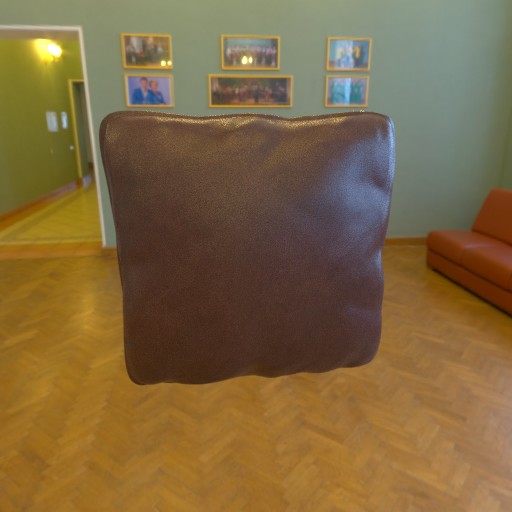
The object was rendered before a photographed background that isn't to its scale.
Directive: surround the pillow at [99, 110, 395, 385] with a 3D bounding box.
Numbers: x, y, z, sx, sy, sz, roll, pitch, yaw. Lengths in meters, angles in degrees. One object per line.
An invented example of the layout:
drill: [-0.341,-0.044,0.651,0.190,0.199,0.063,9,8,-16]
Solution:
pillow: [0.000,0.000,0.839,0.532,0.523,0.236,-2,17,-8]
